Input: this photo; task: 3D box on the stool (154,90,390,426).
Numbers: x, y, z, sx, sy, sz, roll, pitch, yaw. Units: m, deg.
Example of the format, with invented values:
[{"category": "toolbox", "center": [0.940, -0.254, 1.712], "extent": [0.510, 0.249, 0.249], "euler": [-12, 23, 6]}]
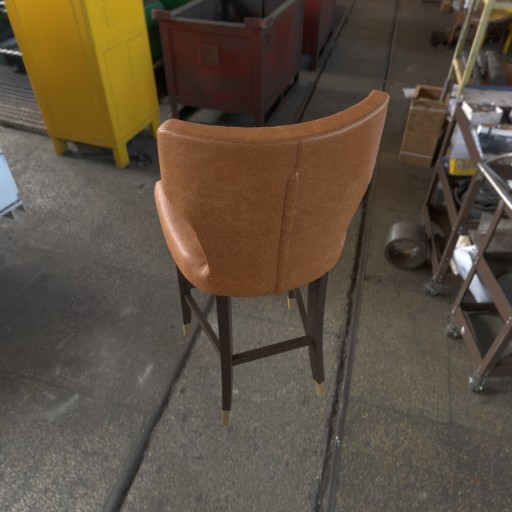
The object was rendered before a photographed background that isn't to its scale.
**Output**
[{"category": "stool", "center": [0.000, 0.000, 1.378], "extent": [0.526, 1.092, 0.563], "euler": [-12, 43, -13]}]
